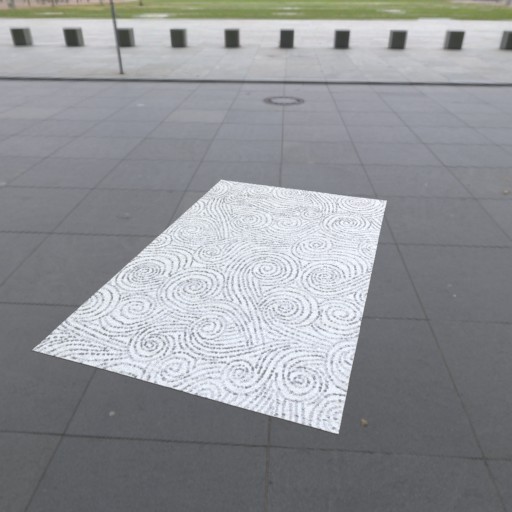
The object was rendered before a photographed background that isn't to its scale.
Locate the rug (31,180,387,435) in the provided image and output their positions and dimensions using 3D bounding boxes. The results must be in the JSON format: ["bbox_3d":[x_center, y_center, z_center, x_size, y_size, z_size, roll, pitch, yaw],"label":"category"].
[{"bbox_3d":[0.000,0.000,2.974,1.524,0.005,2.439,10,32,16],"label":"rug"}]
